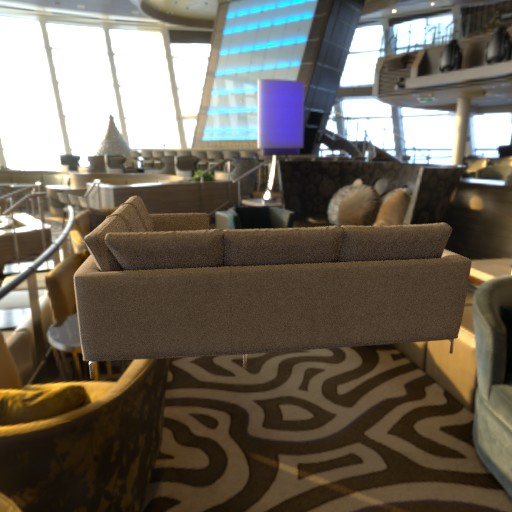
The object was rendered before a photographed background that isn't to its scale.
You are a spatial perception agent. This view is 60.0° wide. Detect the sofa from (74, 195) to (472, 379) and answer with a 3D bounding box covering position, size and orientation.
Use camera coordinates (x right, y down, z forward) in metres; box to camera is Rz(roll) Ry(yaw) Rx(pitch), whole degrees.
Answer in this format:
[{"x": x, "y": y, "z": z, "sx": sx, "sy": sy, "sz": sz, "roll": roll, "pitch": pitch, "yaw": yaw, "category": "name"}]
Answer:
[{"x": 0.000, "y": 0.000, "z": 3.789, "sx": 2.438, "sy": 0.864, "sz": 2.438, "roll": -2, "pitch": 14, "yaw": -9, "category": "sofa"}]
